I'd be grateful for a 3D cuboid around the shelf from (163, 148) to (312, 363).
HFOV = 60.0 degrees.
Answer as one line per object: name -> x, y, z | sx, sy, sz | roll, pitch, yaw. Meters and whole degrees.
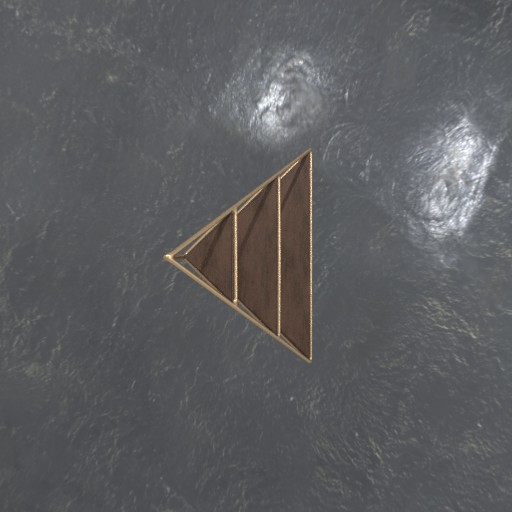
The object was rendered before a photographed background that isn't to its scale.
shelf -> 0.000, 0.000, 1.163 | 0.294, 0.913, 0.564 | 0, 90, 0
